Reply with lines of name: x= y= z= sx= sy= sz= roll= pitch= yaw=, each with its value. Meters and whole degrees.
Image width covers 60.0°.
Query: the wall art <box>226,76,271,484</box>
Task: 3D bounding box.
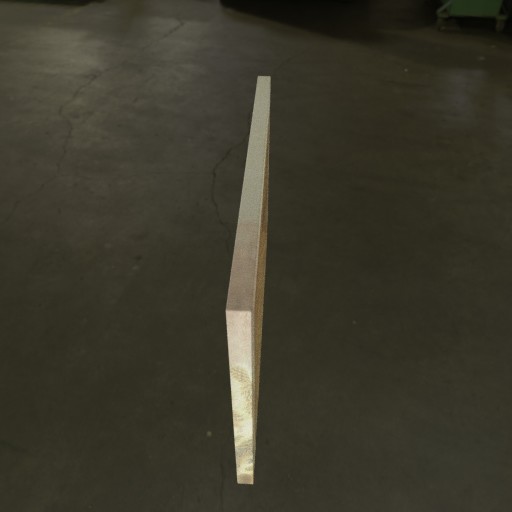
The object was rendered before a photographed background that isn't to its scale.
wall art: x=0.000 y=0.000 z=1.172 sx=0.040 sy=0.608 sz=0.916 roll=2 pitch=42 yaw=2
